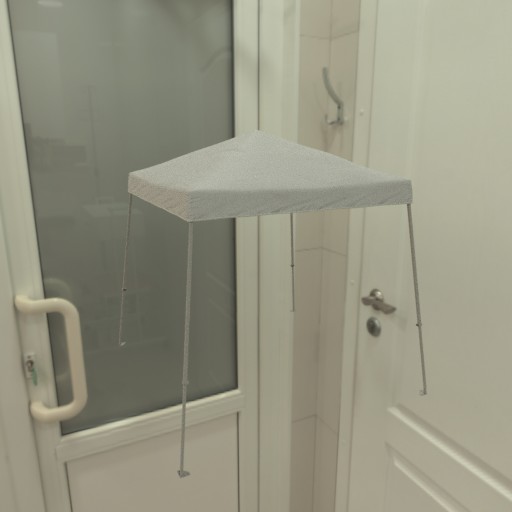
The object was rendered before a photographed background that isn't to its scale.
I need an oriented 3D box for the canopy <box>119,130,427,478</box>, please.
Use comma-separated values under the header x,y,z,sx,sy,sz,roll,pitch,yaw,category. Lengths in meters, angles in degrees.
x,y,z,sx,sy,sz,roll,pitch,yaw,category
0.000,0.000,5.197,2.848,2.849,2.849,-7,16,-26,canopy
